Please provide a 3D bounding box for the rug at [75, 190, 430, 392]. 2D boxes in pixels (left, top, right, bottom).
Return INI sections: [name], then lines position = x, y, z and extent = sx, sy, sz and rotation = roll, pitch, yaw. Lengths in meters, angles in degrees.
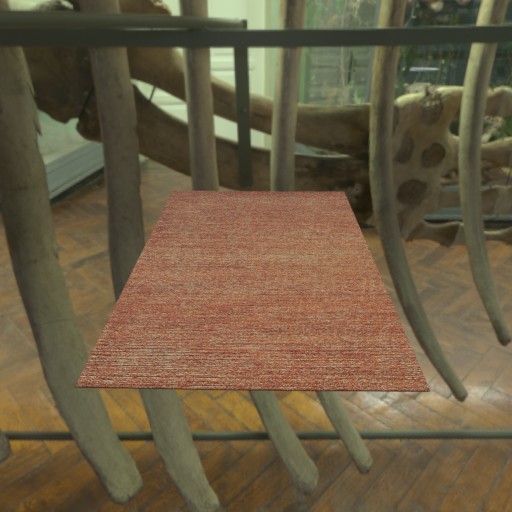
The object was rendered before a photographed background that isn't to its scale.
[rug]
position = 0.000, 0.000, 2.176
extent = 1.139, 0.011, 1.747
rotation = 0, 29, 1
